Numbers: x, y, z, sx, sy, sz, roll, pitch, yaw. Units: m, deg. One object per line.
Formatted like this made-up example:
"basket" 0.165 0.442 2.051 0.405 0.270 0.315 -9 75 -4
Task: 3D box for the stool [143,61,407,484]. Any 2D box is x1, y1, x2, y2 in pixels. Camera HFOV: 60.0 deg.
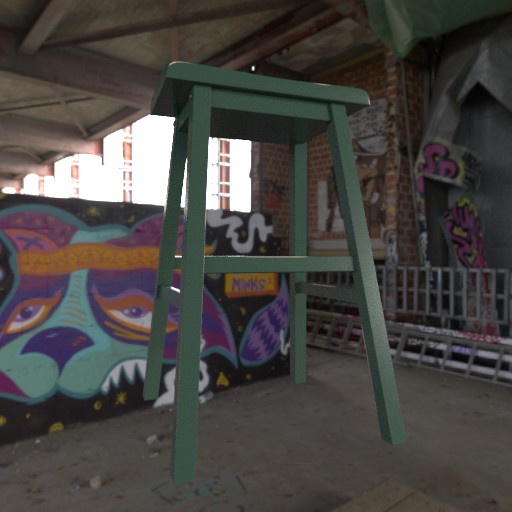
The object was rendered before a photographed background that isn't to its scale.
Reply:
"stool" 0.000 0.000 1.016 0.457 0.737 0.476 0 0 -20
